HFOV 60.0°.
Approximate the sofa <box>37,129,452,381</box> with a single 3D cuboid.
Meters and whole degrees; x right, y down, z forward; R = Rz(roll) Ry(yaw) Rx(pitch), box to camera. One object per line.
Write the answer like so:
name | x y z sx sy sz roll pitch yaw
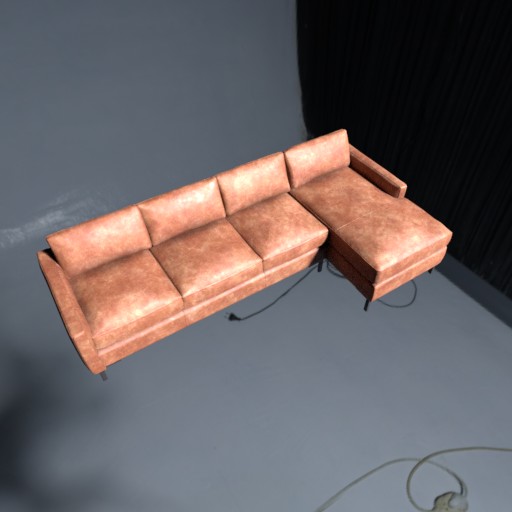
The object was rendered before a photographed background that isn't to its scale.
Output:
sofa | 0.000 0.000 3.584 2.993 0.859 1.471 -25 51 -22
